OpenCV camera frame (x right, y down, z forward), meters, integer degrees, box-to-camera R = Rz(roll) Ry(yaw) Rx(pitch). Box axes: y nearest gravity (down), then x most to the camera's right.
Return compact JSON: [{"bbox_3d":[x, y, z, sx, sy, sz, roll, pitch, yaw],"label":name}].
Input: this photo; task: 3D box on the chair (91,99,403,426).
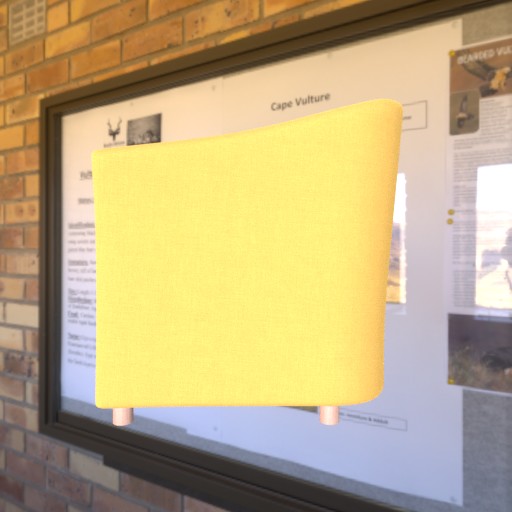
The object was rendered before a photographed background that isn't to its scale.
[{"bbox_3d":[0.000,0.000,1.295,0.700,0.720,0.790,0,0,0],"label":"chair"}]
